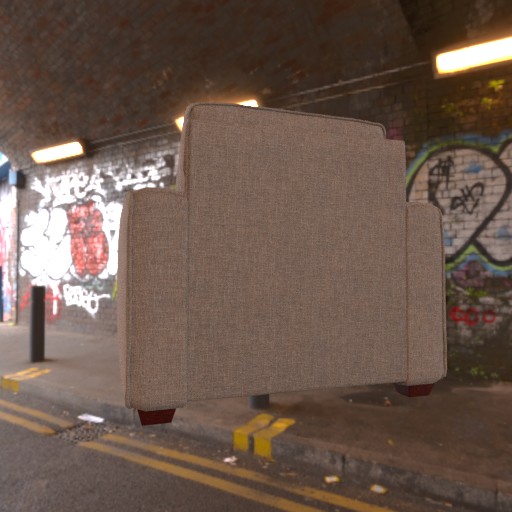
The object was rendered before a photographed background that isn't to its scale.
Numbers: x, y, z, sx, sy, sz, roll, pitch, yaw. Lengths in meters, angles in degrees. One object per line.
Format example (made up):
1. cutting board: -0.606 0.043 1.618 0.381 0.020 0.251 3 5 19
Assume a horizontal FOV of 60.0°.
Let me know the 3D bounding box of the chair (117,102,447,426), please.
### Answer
1. chair: 0.000 0.000 1.706 1.016 0.914 0.940 1 -2 -18
